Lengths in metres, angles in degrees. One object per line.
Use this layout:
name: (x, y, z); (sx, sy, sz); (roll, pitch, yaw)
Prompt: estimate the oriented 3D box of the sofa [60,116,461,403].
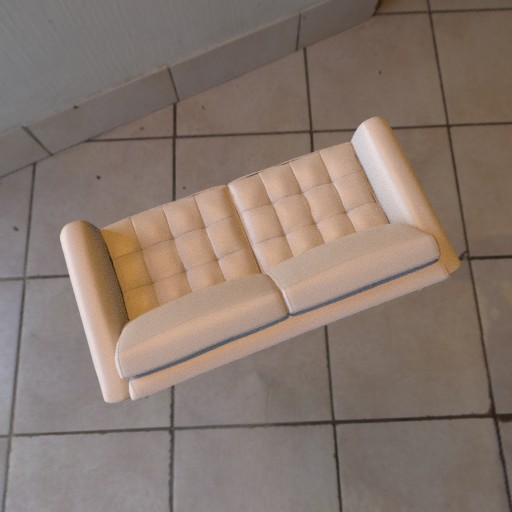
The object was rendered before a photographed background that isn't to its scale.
sofa: (0.000, 0.000, 2.726); (2.177, 0.930, 1.121); (-20, 76, -5)
